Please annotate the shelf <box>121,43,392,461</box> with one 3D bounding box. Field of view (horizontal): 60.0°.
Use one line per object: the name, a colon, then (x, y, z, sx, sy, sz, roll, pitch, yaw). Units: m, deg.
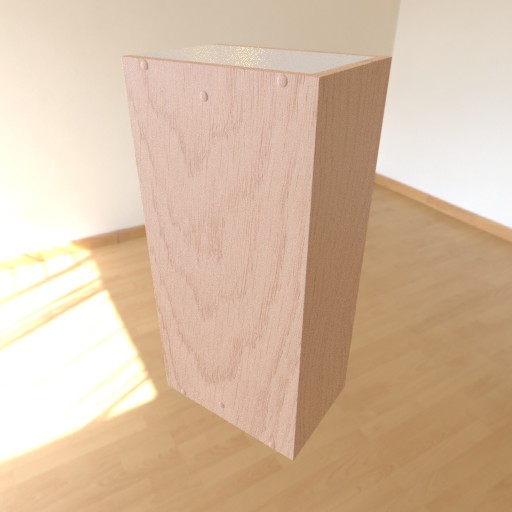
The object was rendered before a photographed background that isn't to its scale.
shelf: (0.000, 0.000, 0.726, 0.290, 0.600, 0.200, 20, 36, 30)
